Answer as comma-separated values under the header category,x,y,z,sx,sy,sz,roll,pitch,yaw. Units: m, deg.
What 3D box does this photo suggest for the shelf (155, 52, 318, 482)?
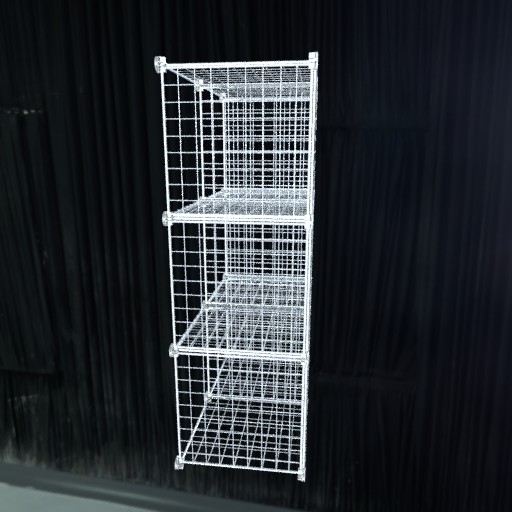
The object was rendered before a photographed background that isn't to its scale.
category,x,y,z,sx,sy,sz,roll,pitch,yaw
shelf,0.000,0.000,1.417,0.356,1.067,0.711,2,14,7
